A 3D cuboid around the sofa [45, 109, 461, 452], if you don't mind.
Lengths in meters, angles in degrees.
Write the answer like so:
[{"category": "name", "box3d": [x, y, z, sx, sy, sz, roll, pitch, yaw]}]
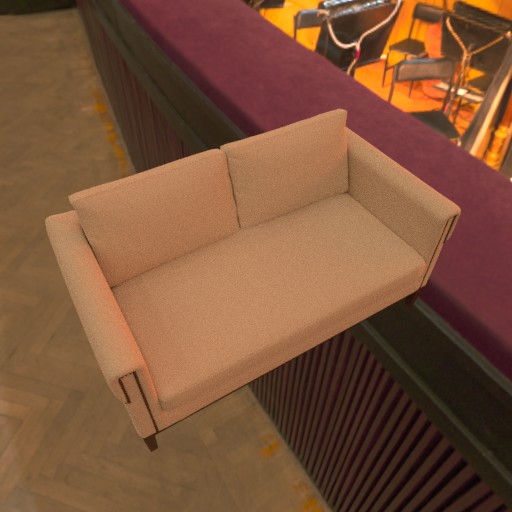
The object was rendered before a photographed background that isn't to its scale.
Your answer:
[{"category": "sofa", "box3d": [0.000, 0.000, 2.074, 1.598, 0.873, 0.905, -23, 51, -21]}]
